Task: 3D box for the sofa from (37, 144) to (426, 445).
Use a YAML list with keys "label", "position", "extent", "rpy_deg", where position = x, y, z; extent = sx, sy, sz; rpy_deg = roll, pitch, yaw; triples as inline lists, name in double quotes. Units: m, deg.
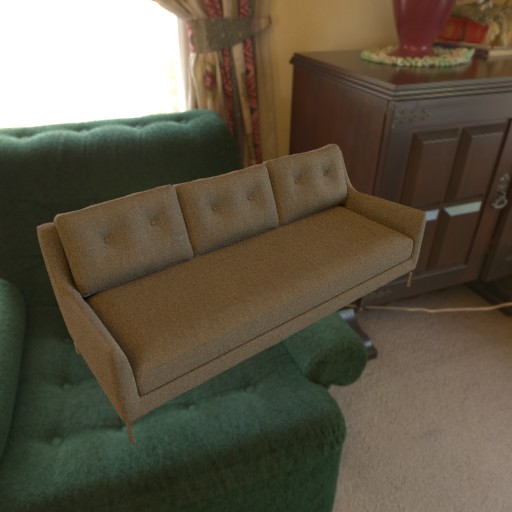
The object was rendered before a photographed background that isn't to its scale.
- label: "sofa"
  position: [0.000, 0.000, 2.545]
  extent: [2.060, 0.837, 0.849]
  rpy_deg: [-22, 37, -31]
